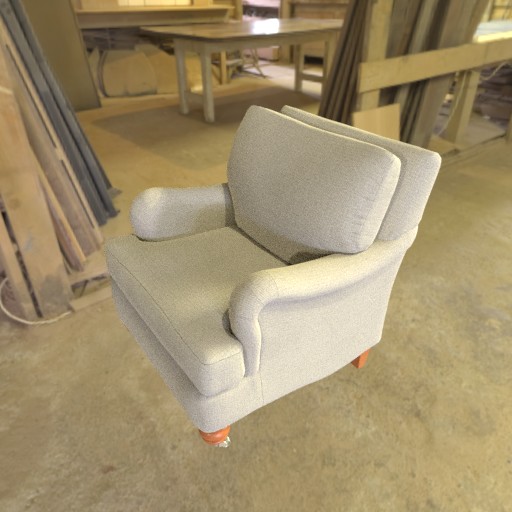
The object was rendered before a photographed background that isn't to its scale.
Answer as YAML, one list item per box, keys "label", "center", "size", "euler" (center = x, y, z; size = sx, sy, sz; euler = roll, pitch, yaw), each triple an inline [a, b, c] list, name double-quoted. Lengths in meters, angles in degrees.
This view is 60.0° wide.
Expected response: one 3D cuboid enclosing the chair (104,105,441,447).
- label: "chair"
  center: [0.000, 0.000, 1.896]
  size: [1.070, 1.038, 0.955]
  euler: [-21, 37, -29]
